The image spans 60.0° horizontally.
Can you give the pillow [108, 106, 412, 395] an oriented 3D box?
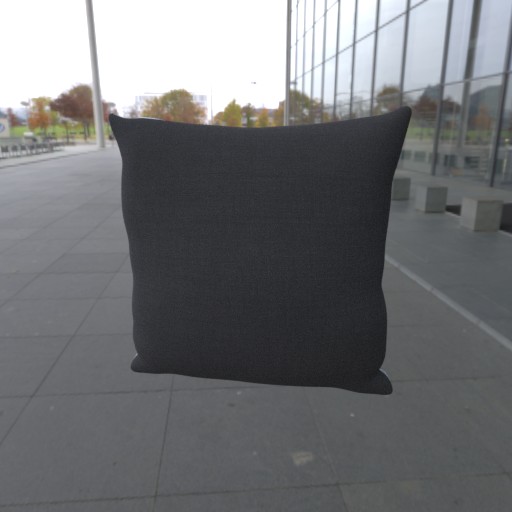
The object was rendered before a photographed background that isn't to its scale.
[{"bbox_3d":[0.000,0.000,0.780,0.503,0.496,0.208,3,16,9],"label":"pillow"}]
